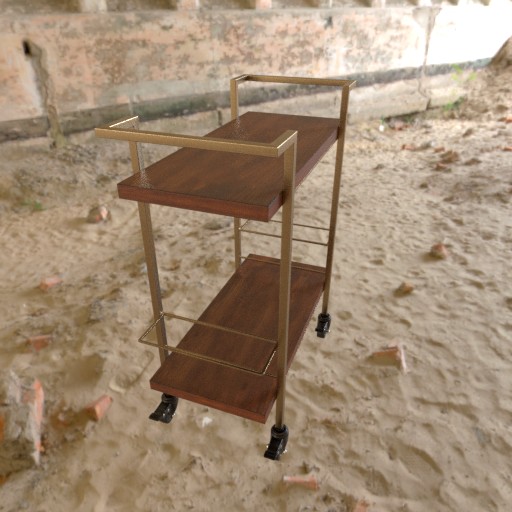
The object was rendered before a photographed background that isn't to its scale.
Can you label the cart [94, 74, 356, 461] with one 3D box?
[{"bbox_3d":[0.000,0.000,1.186,0.364,0.807,0.695,11,32,18],"label":"cart"}]
